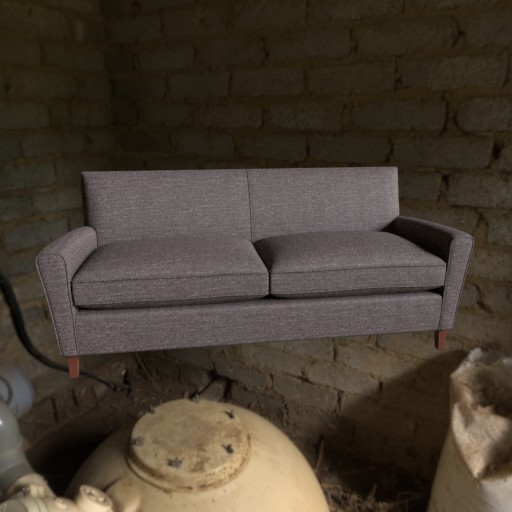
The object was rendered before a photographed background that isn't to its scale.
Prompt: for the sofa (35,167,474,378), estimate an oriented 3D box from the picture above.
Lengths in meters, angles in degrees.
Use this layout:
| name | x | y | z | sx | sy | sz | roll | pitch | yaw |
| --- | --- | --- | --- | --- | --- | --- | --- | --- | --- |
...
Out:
| name | x | y | z | sx | sy | sz | roll | pitch | yaw |
| --- | --- | --- | --- | --- | --- | --- | --- | --- | --- |
| sofa | 0.000 | 0.000 | 2.412 | 1.976 | 0.846 | 0.875 | -2 | 18 | -8 |
